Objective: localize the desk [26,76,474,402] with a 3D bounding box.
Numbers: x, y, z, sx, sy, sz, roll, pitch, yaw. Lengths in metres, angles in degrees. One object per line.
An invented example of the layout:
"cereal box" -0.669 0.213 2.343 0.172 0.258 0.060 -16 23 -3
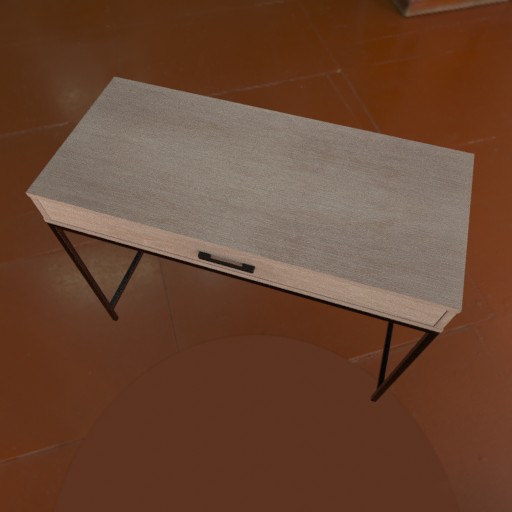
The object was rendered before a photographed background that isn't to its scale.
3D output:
"desk" 0.000 0.000 1.415 1.016 0.762 0.470 15 59 9
